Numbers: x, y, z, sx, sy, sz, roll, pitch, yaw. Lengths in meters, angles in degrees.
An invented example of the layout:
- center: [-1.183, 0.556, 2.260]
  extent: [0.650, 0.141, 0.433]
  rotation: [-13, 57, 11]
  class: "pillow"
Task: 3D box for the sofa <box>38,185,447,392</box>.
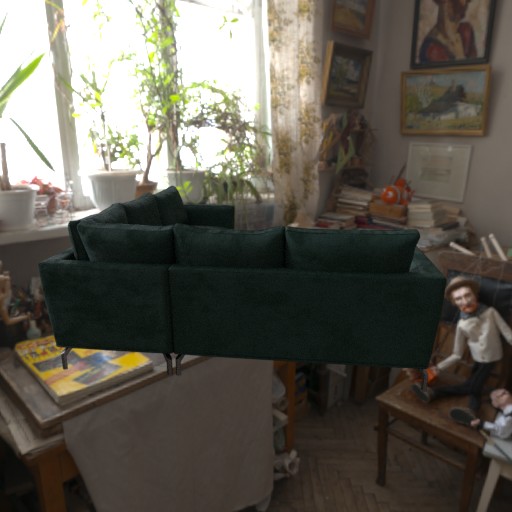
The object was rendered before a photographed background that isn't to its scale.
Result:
- center: [0.000, 0.000, 3.850]
  extent: [2.468, 1.004, 2.452]
  rotation: [2, 16, 7]
  class: "sofa"
